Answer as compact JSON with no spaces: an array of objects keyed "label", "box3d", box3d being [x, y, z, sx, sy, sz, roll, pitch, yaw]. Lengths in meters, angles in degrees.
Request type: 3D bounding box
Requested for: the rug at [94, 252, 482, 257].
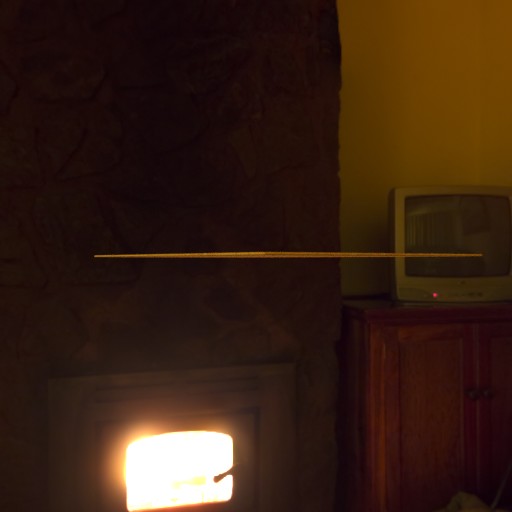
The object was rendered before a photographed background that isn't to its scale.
[{"label":"rug","box3d":[0.000,0.000,2.392,1.213,0.010,1.829,0,0,-35]}]
